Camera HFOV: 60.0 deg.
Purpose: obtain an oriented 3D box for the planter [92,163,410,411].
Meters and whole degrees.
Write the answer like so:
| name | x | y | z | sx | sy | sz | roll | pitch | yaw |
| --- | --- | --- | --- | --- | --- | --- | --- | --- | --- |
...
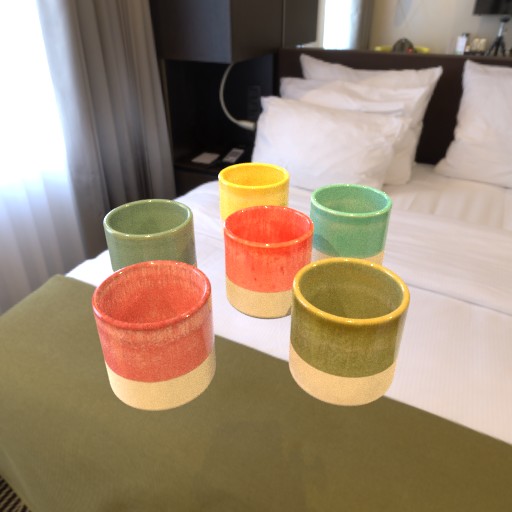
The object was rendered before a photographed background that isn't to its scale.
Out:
| name | x | y | z | sx | sy | sz | roll | pitch | yaw |
| --- | --- | --- | --- | --- | --- | --- | --- | --- | --- |
| planter | 0.000 | 0.000 | 0.394 | 0.257 | 0.075 | 0.286 | -2 | 31 | -3 |
